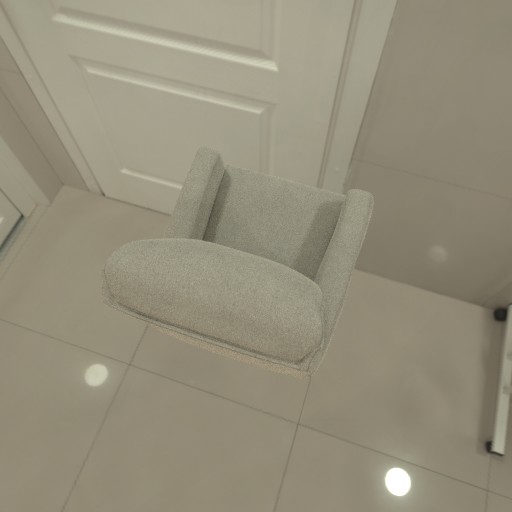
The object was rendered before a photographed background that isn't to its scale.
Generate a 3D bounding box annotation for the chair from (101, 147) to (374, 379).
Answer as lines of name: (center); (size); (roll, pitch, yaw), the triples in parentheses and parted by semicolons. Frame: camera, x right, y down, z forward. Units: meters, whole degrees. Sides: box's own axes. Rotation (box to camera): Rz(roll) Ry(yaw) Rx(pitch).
chair: (0.000, 0.000, 1.722); (0.794, 1.021, 0.940); (17, 64, 8)
